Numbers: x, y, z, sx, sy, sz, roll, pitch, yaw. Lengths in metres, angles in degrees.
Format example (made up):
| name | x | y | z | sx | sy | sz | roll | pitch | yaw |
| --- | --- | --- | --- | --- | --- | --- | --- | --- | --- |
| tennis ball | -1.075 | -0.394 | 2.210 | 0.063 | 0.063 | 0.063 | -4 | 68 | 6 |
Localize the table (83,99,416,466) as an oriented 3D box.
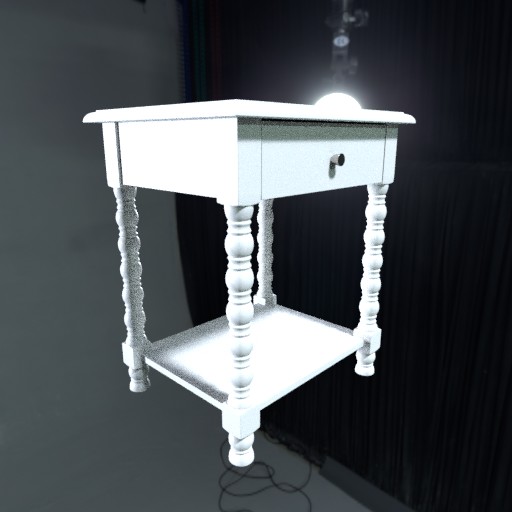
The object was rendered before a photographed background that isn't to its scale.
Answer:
| name | x | y | z | sx | sy | sz | roll | pitch | yaw |
| --- | --- | --- | --- | --- | --- | --- | --- | --- | --- |
| table | 0.000 | 0.000 | 0.855 | 0.381 | 0.531 | 0.460 | 14 | 21 | 42 |
